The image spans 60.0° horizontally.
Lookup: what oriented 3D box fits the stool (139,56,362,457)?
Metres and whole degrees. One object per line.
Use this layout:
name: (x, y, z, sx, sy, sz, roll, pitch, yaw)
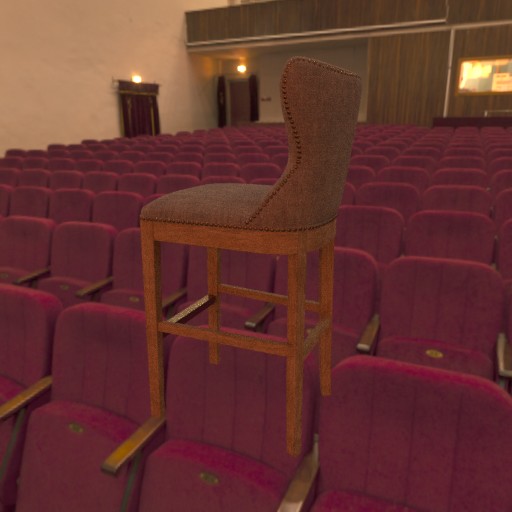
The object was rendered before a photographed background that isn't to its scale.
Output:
stool: (0.000, 0.000, 1.447, 0.606, 1.123, 0.494, 7, 18, 24)
